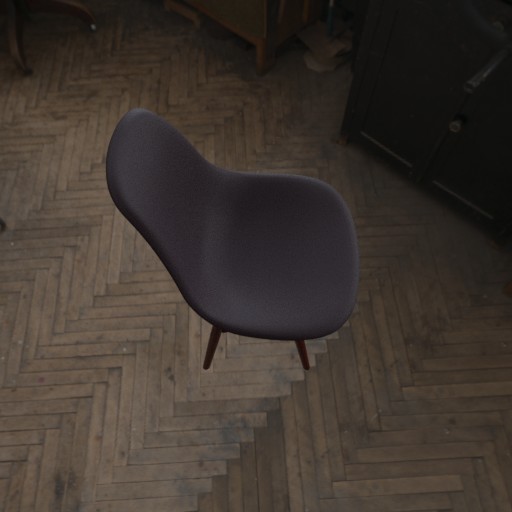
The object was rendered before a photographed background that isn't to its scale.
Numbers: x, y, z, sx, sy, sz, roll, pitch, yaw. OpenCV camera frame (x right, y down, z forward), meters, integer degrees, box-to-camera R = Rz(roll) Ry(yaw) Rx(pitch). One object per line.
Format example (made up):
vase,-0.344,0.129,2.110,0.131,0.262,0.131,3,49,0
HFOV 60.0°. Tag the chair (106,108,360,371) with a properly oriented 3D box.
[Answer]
chair,0.000,0.000,1.161,0.533,0.826,0.470,2,63,1
